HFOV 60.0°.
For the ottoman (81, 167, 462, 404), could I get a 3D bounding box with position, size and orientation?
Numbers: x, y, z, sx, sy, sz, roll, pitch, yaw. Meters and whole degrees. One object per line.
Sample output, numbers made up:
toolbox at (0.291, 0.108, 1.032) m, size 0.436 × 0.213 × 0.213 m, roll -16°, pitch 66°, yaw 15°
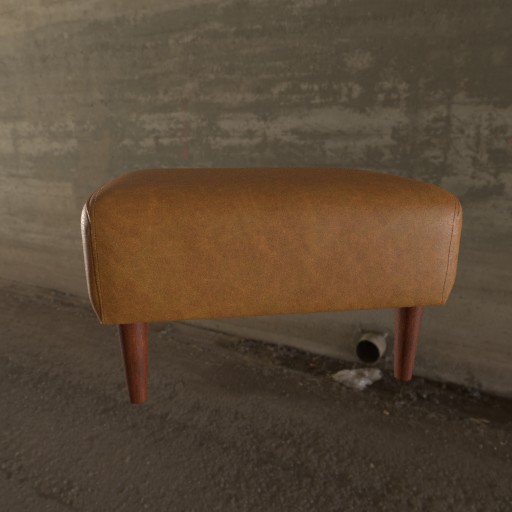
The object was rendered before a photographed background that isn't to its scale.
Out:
ottoman at (0.000, 0.000, 1.048) m, size 0.650 × 0.399 × 0.650 m, roll -2°, pitch 14°, yaw -9°
